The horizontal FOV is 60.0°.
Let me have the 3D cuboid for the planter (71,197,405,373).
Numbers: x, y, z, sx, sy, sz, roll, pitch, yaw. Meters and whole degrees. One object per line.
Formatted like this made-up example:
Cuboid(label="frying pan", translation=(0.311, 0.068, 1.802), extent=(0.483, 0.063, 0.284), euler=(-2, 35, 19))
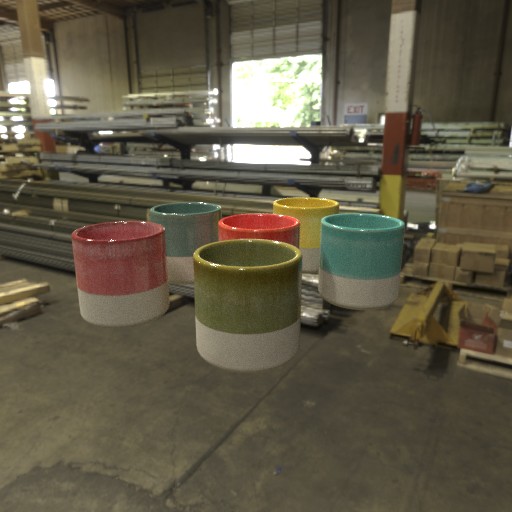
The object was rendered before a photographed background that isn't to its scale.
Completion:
Cuboid(label="planter", translation=(0.000, 0.000, 0.429), extent=(0.257, 0.075, 0.286), euler=(9, 19, 29))
